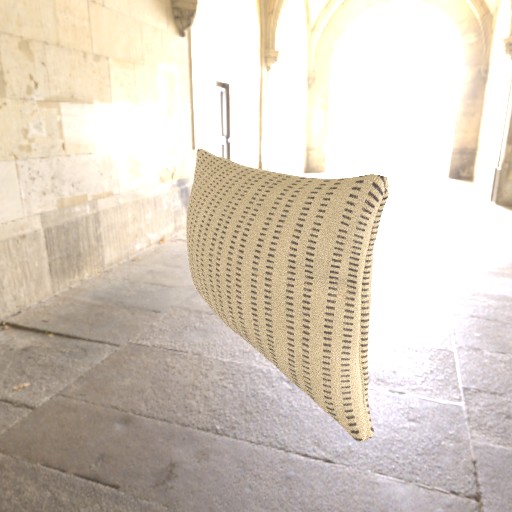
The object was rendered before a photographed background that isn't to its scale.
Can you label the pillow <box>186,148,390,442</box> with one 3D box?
[{"bbox_3d":[0.000,0.000,0.804,0.210,0.353,0.640,-8,18,-25],"label":"pillow"}]
